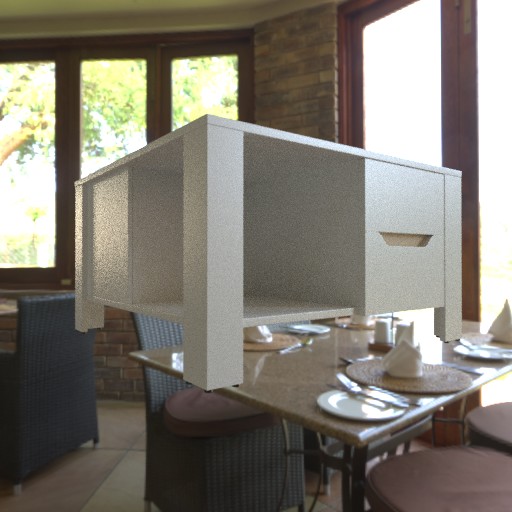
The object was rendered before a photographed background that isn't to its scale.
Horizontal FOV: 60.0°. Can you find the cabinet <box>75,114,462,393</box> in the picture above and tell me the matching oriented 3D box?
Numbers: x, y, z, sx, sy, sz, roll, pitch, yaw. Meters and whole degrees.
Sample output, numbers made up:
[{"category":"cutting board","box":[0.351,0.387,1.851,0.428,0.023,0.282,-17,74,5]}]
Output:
[{"category":"cabinet","box":[0.000,0.000,1.285,0.800,0.460,0.800,0,-1,-37]}]
